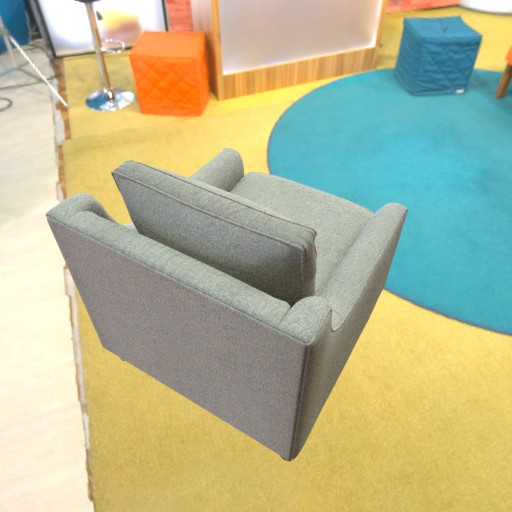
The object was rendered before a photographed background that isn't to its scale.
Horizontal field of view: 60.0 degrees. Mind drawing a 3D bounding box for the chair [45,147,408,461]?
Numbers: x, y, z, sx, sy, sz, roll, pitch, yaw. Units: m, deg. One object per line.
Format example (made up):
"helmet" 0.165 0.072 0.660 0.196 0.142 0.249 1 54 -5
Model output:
"chair" 0.000 0.000 1.584 0.838 0.864 0.918 23 50 21
